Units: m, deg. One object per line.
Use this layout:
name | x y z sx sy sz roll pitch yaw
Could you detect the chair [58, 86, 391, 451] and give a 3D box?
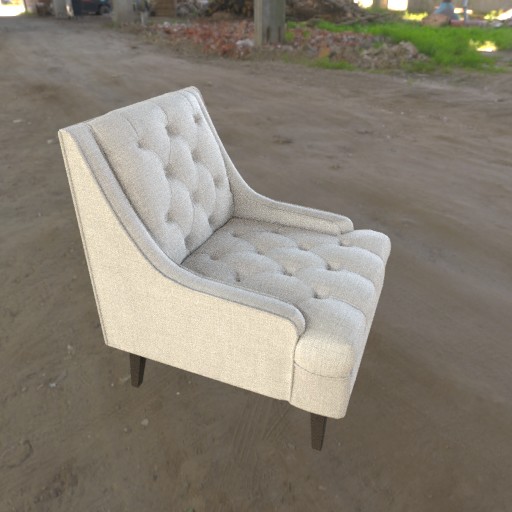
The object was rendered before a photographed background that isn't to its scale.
chair | 0.000 0.000 1.397 0.772 0.891 0.658 12 32 19
